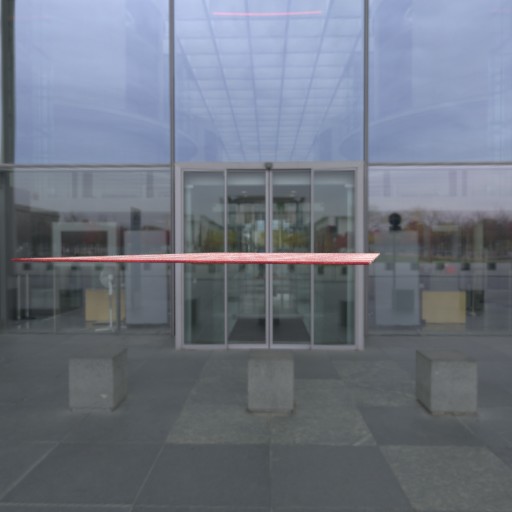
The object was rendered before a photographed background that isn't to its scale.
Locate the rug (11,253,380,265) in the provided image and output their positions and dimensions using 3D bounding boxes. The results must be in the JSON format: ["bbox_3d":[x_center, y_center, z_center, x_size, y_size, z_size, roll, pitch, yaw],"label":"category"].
[{"bbox_3d":[0.000,0.000,2.897,1.535,0.010,2.431,0,1,17],"label":"rug"}]
